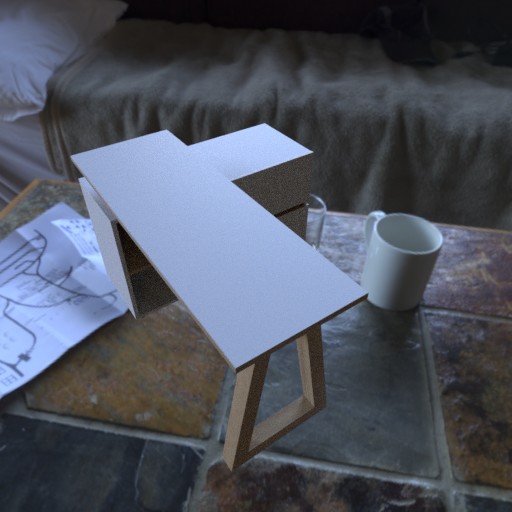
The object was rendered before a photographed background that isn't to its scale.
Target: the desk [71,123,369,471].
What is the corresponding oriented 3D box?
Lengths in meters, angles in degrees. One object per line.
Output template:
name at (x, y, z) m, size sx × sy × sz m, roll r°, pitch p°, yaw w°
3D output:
desk at (0.000, 0.000, 2.076) m, size 1.098 × 0.755 × 1.404 m, roll -24°, pitch 46°, yaw -26°
